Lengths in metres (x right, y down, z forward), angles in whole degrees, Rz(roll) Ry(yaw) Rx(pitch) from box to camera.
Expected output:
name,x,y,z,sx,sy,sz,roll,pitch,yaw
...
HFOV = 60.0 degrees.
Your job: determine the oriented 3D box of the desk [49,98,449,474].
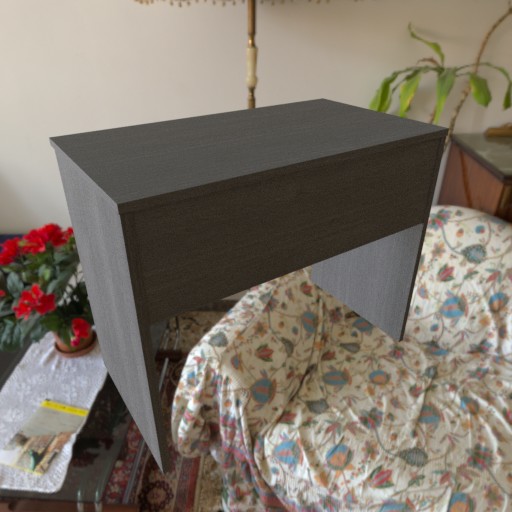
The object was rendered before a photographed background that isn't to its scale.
name,x,y,z,sx,sy,sz,roll,pitch,yaw
desk,0.000,0.000,1.309,0.893,0.724,0.498,-19,35,-29
